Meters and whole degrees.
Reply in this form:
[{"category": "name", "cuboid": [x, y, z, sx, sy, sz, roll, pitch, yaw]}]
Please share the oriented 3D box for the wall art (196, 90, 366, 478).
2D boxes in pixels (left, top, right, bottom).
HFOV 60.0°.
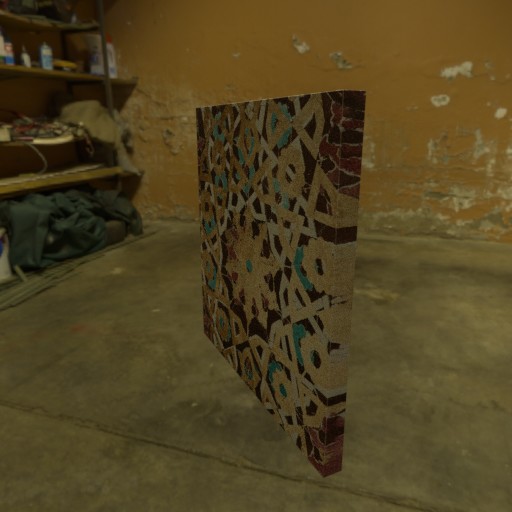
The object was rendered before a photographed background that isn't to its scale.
[{"category": "wall art", "cuboid": [0.000, 0.000, 0.932, 0.041, 0.613, 0.609, -8, 18, -24]}]
